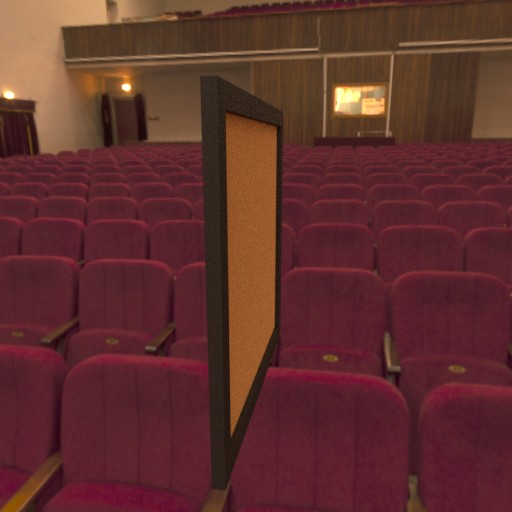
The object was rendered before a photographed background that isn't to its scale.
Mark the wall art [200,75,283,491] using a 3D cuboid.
[{"bbox_3d":[0.000,0.000,1.523,0.038,1.016,1.016,3,14,11],"label":"wall art"}]
